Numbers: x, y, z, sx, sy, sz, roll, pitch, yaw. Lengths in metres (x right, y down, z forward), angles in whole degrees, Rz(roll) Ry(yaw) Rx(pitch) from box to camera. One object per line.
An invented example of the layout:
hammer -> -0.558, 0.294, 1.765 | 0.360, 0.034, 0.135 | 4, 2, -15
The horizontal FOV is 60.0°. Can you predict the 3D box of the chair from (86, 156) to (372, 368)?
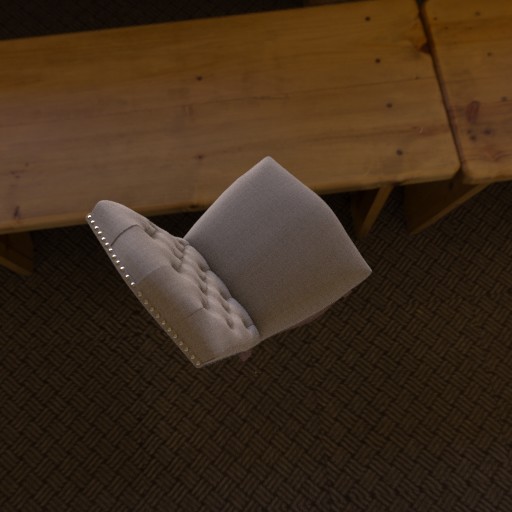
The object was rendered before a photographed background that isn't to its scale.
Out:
chair -> 0.000, 0.000, 1.622 | 0.731, 1.191, 0.637 | -38, 78, -9
